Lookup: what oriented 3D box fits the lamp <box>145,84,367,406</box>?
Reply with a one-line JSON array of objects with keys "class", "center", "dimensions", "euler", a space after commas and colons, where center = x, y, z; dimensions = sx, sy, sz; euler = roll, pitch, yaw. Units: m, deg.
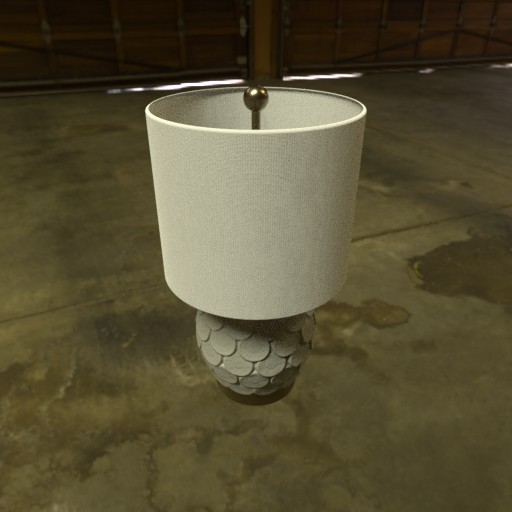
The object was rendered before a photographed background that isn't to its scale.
[{"class": "lamp", "center": [0.000, 0.000, 0.620], "dimensions": [0.254, 0.452, 0.254], "euler": [0, 30, 0]}]
